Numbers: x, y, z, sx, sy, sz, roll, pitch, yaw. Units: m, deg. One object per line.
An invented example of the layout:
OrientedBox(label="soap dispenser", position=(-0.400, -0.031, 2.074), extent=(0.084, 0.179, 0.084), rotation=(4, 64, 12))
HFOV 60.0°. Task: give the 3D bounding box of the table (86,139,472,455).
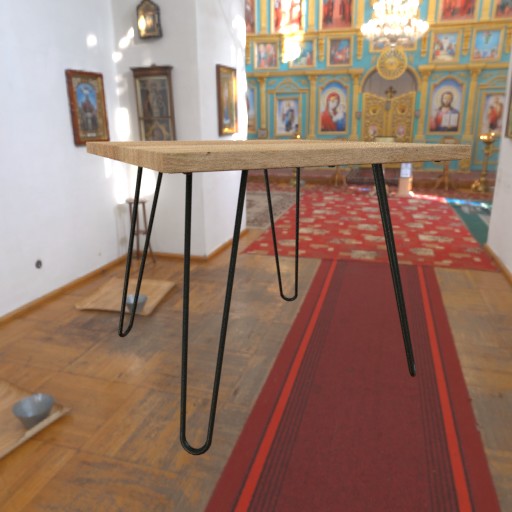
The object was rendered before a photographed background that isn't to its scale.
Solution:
OrientedBox(label="table", position=(0.000, 0.000, 1.014), extent=(0.599, 0.500, 0.599), rotation=(-9, 18, -28))
